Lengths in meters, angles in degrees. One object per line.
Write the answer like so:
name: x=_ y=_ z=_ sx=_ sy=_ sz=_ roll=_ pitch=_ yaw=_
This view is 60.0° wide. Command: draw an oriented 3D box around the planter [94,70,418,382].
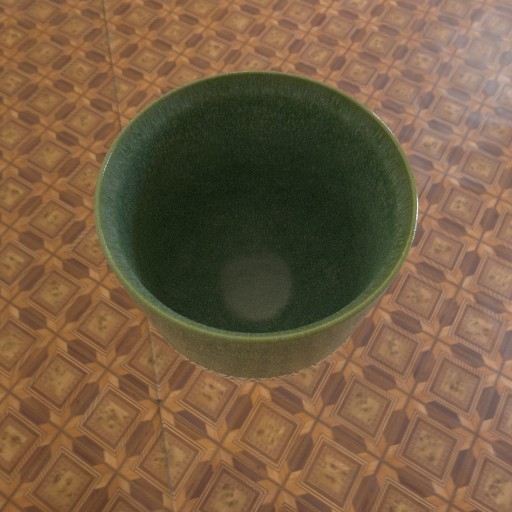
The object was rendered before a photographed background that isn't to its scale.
planter: x=0.000 y=0.000 z=0.487 sx=0.266 sy=0.270 sz=0.266 roll=0 pitch=64 yaw=0
